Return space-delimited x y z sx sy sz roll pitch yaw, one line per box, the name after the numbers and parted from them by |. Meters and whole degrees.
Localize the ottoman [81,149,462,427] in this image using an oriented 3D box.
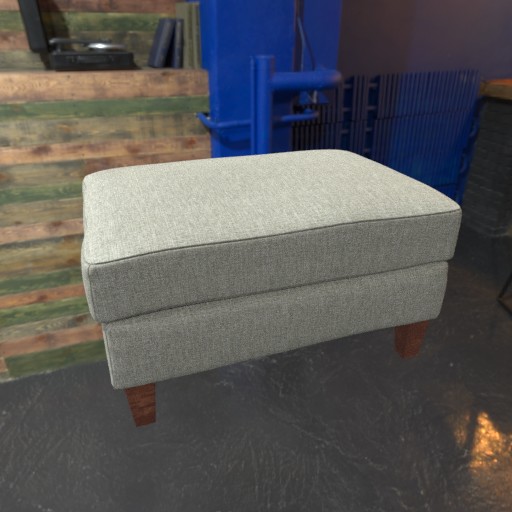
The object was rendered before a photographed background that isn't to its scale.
0.000 0.000 1.250 0.873 0.494 0.639 -9 28 -17 | ottoman
